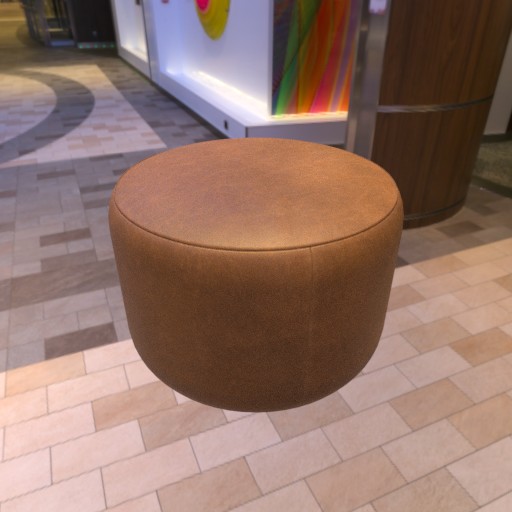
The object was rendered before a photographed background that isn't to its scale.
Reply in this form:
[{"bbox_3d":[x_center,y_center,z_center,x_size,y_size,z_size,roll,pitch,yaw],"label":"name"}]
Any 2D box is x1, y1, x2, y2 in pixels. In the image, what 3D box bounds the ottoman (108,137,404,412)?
[{"bbox_3d":[0.000,0.000,1.016,0.607,0.438,0.607,0,31,0],"label":"ottoman"}]
